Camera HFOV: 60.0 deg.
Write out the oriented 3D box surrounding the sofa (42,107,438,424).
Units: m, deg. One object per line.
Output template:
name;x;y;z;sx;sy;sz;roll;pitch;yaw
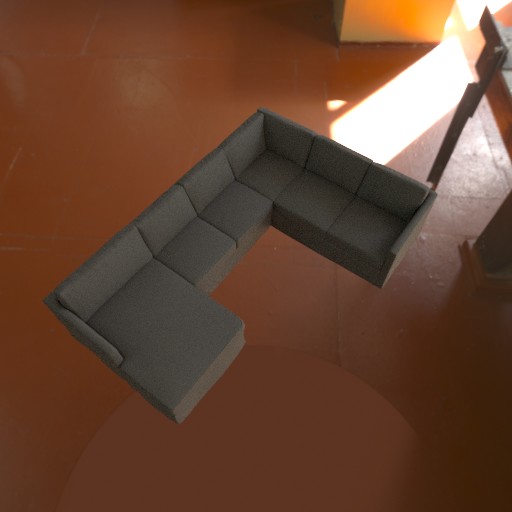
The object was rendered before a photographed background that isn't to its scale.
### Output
sofa;0.000;0.000;4.720;2.476;0.878;3.528;32;62;19
